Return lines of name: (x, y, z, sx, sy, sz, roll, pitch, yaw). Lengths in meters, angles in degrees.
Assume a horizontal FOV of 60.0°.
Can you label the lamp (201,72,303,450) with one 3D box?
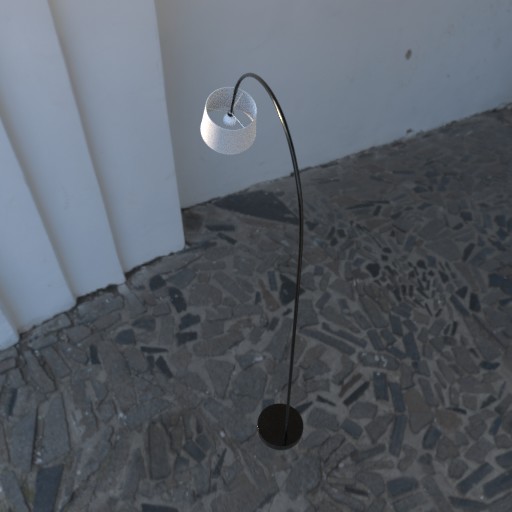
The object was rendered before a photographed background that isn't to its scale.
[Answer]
lamp: (0.000, 0.000, 2.612, 0.331, 2.104, 1.363, -12, 42, -13)
